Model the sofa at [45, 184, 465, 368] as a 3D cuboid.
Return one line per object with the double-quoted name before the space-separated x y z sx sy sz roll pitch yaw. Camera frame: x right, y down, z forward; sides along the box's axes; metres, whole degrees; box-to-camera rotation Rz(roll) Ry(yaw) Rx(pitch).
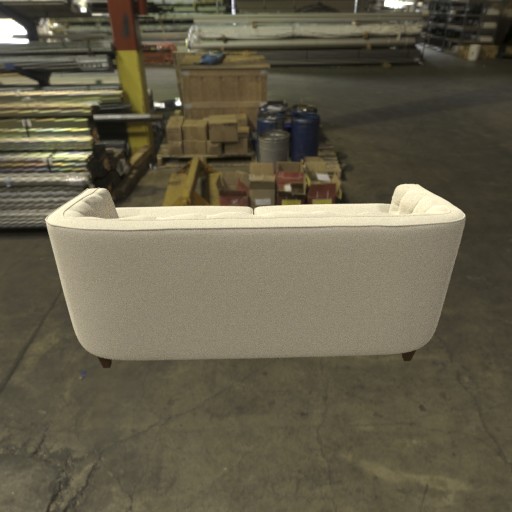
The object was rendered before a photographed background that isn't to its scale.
"sofa" 0.000 0.000 2.215 1.733 0.855 0.941 -1 31 -2
